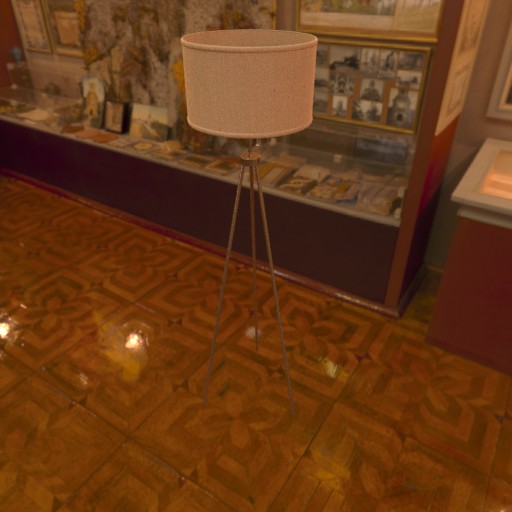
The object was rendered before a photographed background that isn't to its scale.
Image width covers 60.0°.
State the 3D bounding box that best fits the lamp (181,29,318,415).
[{"bbox_3d":[0.000,0.000,1.737,0.460,1.545,0.449,21,38,29],"label":"lamp"}]
